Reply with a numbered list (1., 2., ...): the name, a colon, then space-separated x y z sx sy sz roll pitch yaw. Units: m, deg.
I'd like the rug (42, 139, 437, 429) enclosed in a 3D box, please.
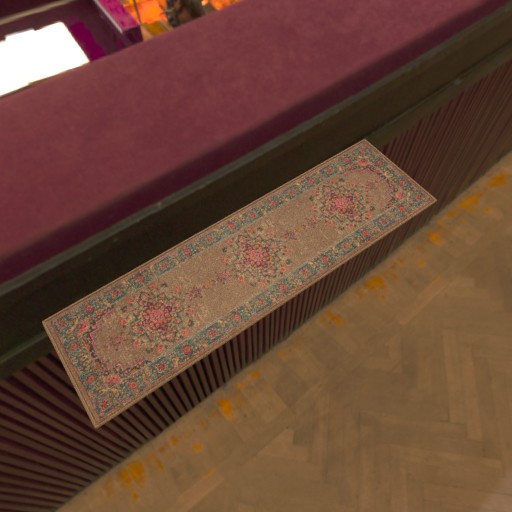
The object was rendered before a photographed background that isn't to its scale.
1. rug: 0.000 0.000 2.532 2.297 0.019 0.659 -32 64 -18
